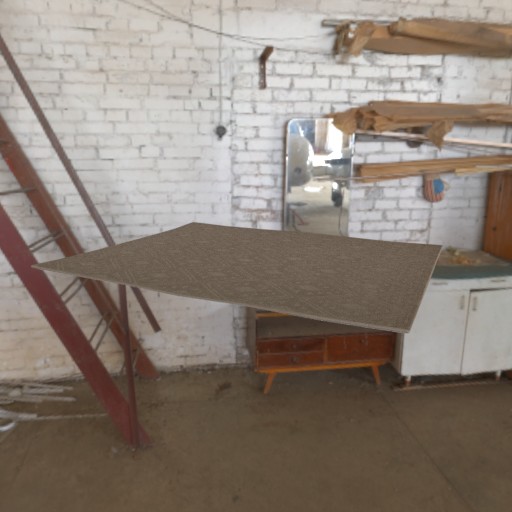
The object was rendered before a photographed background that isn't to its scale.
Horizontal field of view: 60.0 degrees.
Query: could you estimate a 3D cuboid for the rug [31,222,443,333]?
[{"bbox_3d":[0.000,0.000,4.061,3.011,0.054,2.399,7,15,26],"label":"rug"}]
